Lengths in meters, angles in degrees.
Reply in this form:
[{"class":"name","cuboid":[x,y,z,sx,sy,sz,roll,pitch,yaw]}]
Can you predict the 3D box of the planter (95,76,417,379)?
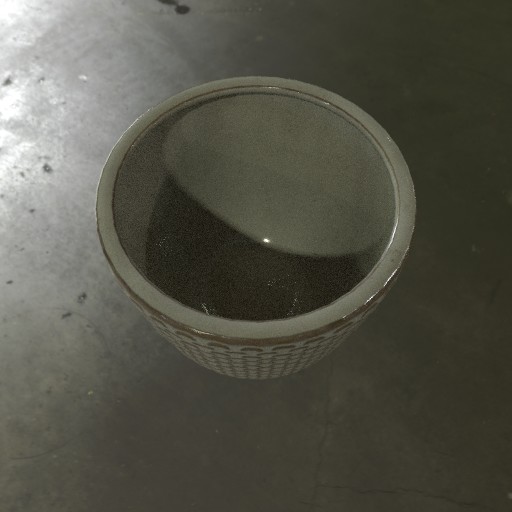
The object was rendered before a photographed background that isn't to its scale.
[{"class":"planter","cuboid":[0.000,0.000,0.247,0.139,0.130,0.139,0,62,0]}]
